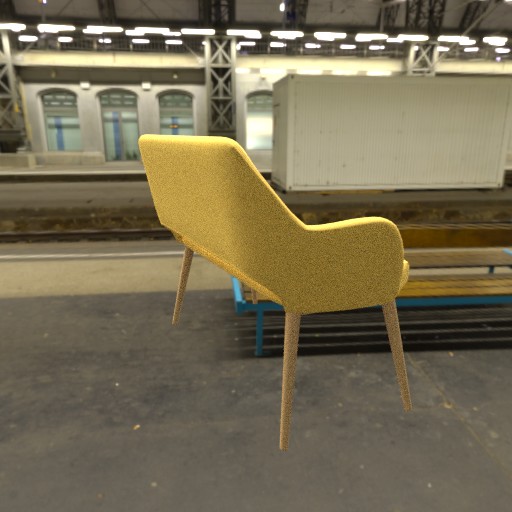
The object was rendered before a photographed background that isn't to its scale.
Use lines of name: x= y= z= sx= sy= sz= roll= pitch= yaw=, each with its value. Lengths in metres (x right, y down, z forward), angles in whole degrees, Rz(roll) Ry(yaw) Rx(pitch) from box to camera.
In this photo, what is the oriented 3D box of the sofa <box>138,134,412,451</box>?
sofa: x=0.000 y=0.000 z=1.596 sx=0.610 sy=0.840 sz=1.150 roll=-8 pitch=18 yaw=-27
